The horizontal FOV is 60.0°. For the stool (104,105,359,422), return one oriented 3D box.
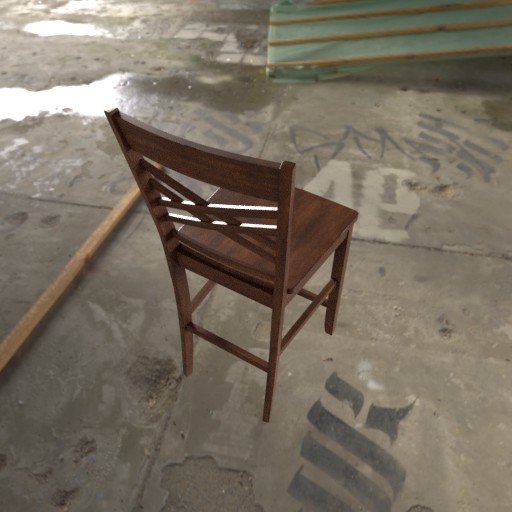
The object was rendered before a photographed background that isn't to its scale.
[{"bbox_3d":[0.000,0.000,1.400,0.462,1.079,0.539,23,49,22],"label":"stool"}]
